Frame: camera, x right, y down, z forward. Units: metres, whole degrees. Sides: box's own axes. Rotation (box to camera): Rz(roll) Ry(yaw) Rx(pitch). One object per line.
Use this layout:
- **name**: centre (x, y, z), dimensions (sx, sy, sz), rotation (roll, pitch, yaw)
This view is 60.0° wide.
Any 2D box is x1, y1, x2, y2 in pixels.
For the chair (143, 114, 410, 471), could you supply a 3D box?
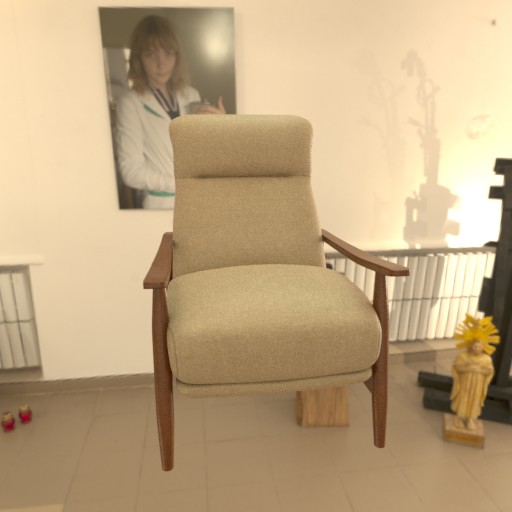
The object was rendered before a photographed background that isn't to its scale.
- **chair**: centre (0.000, 0.000, 1.739), dimensions (0.762, 1.082, 1.030), rotation (-2, 16, -8)
